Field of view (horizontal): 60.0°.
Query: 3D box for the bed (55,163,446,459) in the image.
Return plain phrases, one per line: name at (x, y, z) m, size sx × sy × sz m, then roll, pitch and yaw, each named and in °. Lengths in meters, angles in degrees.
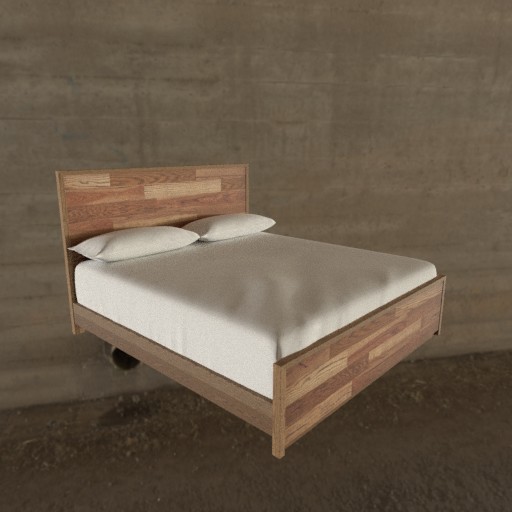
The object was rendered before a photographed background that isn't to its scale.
bed at (0.000, 0.000, 3.427) m, size 2.184 × 1.295 × 2.013 m, roll 13°, pitch 19°, yaw 41°
